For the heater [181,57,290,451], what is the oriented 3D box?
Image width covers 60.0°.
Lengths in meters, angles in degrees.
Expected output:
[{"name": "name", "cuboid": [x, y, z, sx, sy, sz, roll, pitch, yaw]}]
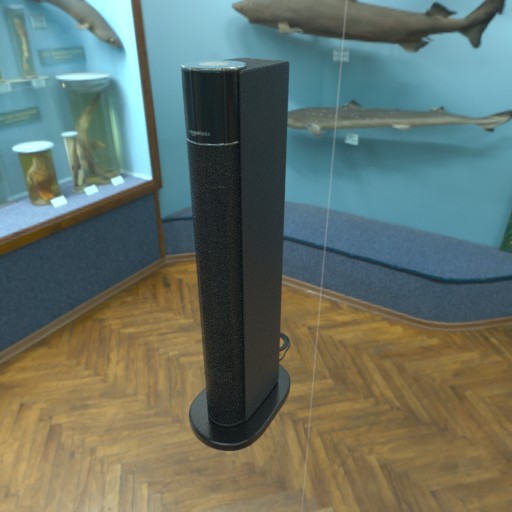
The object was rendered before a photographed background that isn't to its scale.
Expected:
[{"name": "heater", "cuboid": [0.000, 0.000, 1.040, 0.214, 0.856, 0.458, 19, 35, 30]}]
